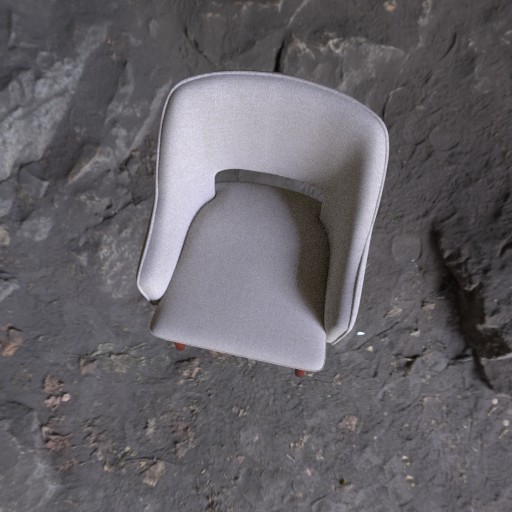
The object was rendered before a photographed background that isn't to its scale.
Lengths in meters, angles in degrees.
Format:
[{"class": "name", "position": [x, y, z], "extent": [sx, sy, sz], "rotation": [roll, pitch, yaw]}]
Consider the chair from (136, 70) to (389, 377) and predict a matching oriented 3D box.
[{"class": "chair", "position": [0.000, 0.000, 1.216], "extent": [0.560, 0.840, 0.580], "rotation": [12, 76, 3]}]
